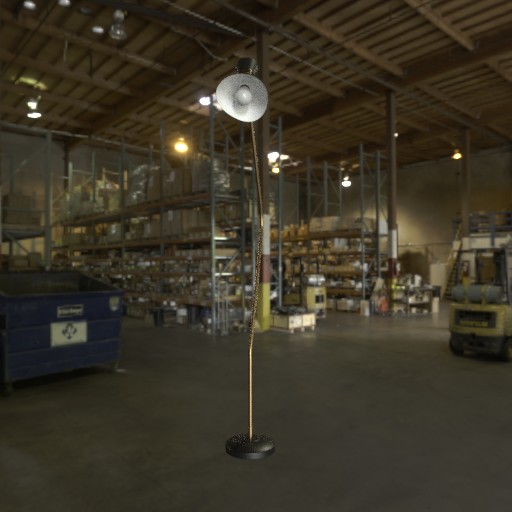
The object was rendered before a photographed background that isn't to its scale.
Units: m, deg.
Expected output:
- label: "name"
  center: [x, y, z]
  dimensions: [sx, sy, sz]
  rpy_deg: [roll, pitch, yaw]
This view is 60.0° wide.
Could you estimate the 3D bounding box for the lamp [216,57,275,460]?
- label: "lamp"
  center: [0.000, 0.000, 1.623]
  dimensions: [0.277, 1.438, 0.467]
  rpy_deg: [-1, -2, 34]
